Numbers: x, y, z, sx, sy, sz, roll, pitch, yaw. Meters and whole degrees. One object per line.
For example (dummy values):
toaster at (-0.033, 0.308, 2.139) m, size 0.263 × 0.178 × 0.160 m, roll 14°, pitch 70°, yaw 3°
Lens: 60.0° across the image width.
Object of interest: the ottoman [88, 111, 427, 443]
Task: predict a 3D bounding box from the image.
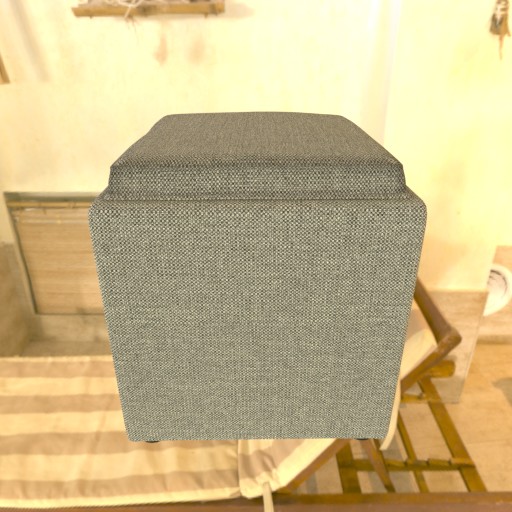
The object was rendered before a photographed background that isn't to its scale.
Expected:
ottoman at (0.000, 0.000, 0.832) m, size 0.436 × 0.487 × 0.454 m, roll 0°, pitch 26°, yaw -1°
